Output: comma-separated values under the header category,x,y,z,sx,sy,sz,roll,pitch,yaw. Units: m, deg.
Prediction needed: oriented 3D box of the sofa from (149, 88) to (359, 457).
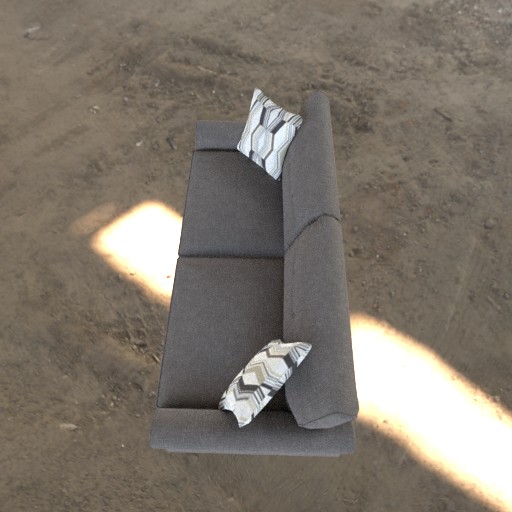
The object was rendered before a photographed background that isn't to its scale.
category,x,y,z,sx,sy,sz,roll,pitch,yaw
sofa,0.000,0.000,2.471,0.889,0.813,2.032,1,57,1
